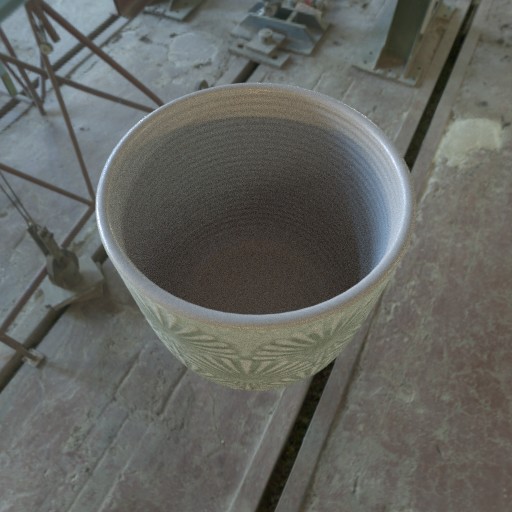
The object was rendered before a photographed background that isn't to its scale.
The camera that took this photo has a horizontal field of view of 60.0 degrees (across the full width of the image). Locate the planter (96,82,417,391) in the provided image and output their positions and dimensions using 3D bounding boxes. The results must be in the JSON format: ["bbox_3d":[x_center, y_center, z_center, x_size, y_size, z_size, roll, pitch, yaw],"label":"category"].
[{"bbox_3d":[0.000,0.000,0.219,0.124,0.109,0.124,0,57,0],"label":"planter"}]
